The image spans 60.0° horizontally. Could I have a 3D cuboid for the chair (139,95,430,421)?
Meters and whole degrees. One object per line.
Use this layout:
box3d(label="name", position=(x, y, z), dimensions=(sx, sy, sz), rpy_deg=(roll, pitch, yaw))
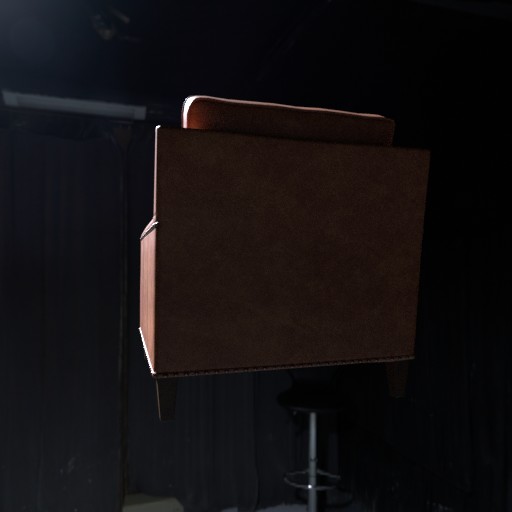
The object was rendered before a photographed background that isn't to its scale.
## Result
box3d(label="chair", position=(0.000, 0.000, 1.740), dimensions=(0.853, 0.943, 1.014), rpy_deg=(0, -1, -17))
